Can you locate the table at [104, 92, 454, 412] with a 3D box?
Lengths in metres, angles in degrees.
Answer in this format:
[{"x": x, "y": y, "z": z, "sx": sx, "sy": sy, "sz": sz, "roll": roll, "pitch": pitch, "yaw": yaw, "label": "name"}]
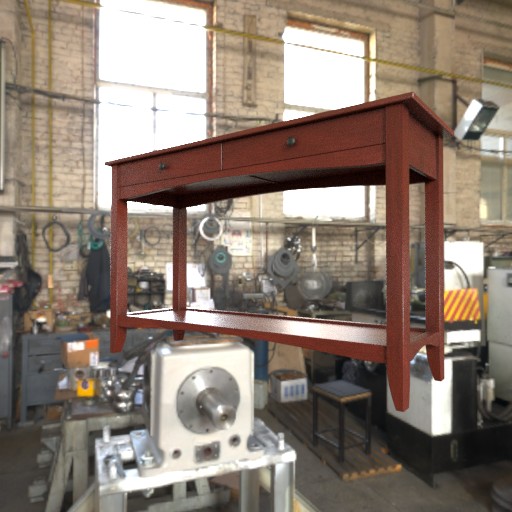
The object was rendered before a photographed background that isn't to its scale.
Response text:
[{"x": 0.000, "y": 0.000, "z": 1.518, "sx": 1.188, "sy": 0.739, "sz": 0.392, "roll": -1, "pitch": -1, "yaw": 37, "label": "table"}]
